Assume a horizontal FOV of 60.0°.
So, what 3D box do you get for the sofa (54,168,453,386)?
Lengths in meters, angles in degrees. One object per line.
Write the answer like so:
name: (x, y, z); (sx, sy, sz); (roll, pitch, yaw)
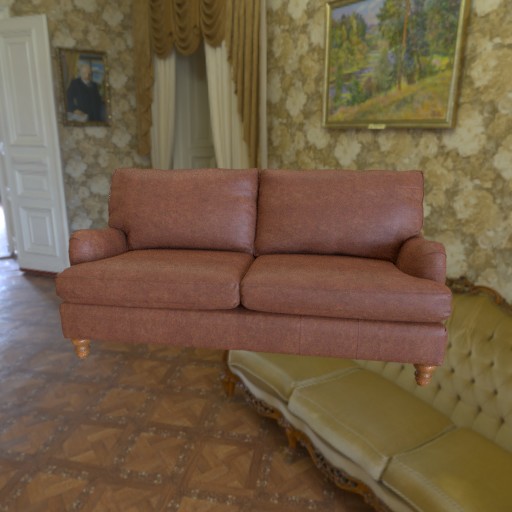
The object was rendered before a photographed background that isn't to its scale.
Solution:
sofa: (0.000, 0.000, 2.816); (2.144, 1.071, 1.147); (2, 15, 9)
